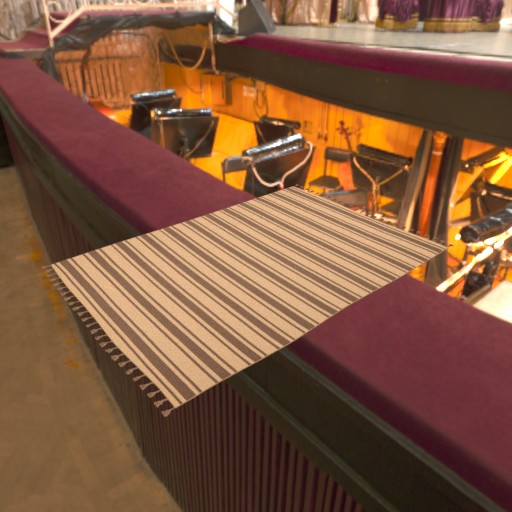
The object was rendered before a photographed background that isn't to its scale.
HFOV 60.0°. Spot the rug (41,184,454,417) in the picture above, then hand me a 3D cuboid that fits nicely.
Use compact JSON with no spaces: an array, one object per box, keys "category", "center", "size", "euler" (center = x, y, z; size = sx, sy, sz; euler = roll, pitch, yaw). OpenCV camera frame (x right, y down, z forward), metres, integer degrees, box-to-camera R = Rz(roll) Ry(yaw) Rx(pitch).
[{"category":"rug","center":[0.000,0.000,3.874],"size":[3.040,0.017,2.030],"euler":[-23,37,-34]}]
